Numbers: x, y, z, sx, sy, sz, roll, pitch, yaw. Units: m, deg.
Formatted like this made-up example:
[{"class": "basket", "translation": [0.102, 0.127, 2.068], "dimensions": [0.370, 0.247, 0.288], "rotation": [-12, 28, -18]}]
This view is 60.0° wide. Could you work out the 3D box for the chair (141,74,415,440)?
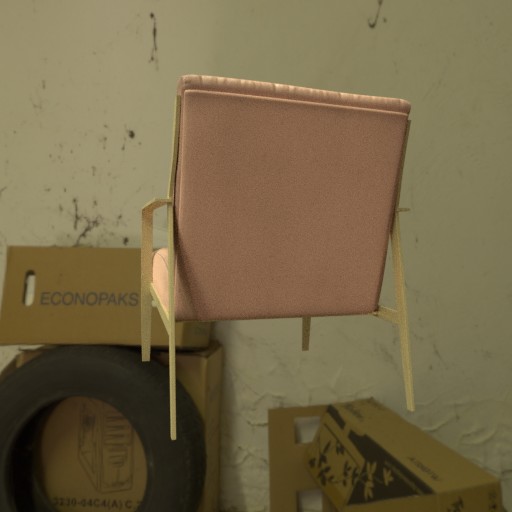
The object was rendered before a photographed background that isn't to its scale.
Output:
[{"class": "chair", "translation": [0.000, 0.000, 1.455], "dimensions": [0.701, 0.823, 0.848], "rotation": [0, 0, -17]}]
